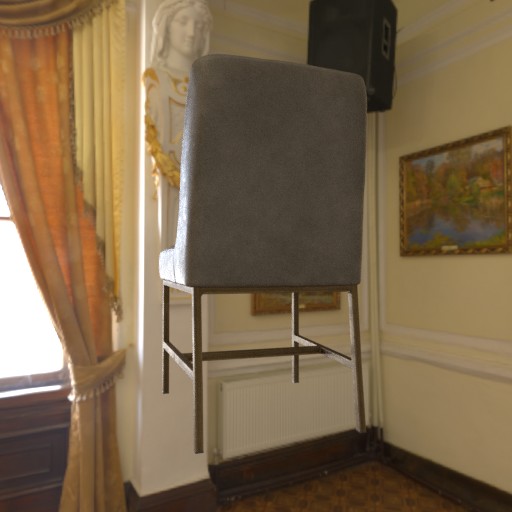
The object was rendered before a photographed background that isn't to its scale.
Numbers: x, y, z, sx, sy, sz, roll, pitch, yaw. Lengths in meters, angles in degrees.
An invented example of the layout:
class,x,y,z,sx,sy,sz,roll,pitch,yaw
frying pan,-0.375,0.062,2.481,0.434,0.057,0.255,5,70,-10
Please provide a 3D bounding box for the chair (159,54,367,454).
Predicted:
class,x,y,z,sx,sy,sz,roll,pitch,yaw
chair,0.000,0.000,1.283,0.508,0.889,0.587,0,-1,-17
